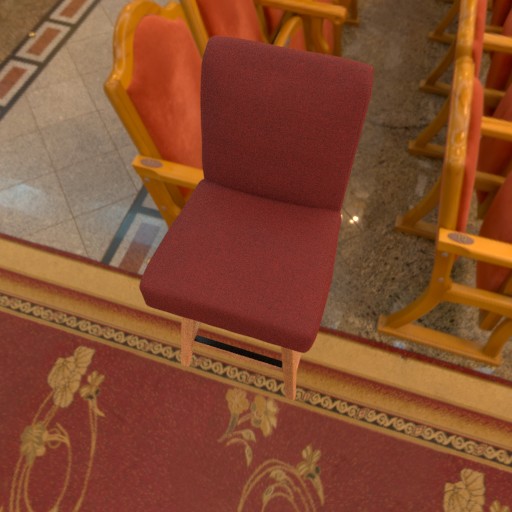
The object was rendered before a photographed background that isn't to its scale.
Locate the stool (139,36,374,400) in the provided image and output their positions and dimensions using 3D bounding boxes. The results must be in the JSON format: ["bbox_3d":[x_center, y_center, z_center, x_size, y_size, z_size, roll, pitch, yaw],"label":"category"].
[{"bbox_3d":[0.000,0.000,1.335,0.468,1.038,0.562,15,59,9],"label":"stool"}]
